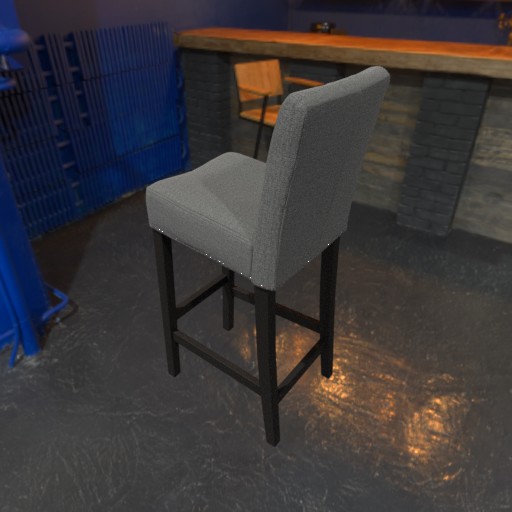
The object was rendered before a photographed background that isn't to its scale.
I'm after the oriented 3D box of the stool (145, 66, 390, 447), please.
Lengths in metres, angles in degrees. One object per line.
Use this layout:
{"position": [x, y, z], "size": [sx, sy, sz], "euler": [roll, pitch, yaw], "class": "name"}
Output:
{"position": [0.000, 0.000, 1.319], "size": [0.548, 1.047, 0.411], "euler": [21, 37, 30], "class": "stool"}
